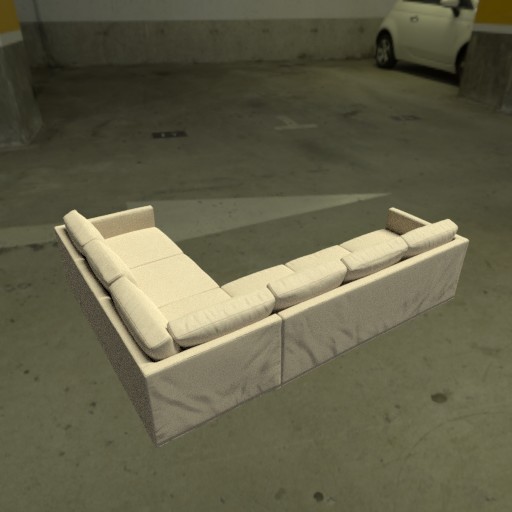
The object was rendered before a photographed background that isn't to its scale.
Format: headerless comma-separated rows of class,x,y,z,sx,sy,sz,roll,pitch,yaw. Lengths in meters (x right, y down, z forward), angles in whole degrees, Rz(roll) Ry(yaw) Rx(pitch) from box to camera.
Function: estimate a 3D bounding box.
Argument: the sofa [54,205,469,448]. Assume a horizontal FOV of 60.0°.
sofa,0.000,0.000,4.361,3.182,0.871,2.432,-18,34,-29
